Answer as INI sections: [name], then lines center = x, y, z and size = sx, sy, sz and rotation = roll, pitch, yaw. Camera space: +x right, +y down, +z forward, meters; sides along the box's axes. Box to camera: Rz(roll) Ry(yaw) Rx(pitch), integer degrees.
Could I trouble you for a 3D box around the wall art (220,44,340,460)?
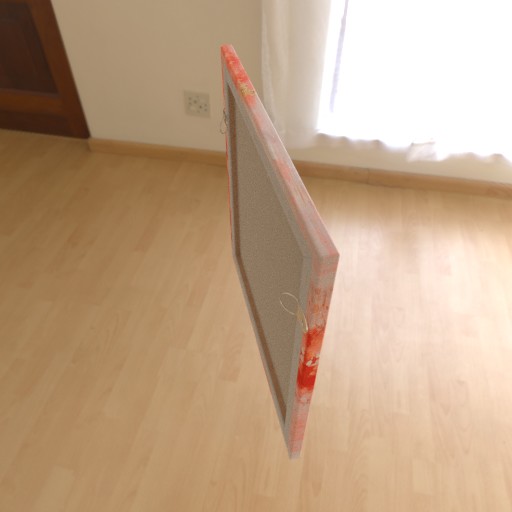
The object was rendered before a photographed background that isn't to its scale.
[wall art]
center = 0.000, 0.000, 1.305
size = 0.066, 0.878, 0.878
rotation = -10, 47, -9
